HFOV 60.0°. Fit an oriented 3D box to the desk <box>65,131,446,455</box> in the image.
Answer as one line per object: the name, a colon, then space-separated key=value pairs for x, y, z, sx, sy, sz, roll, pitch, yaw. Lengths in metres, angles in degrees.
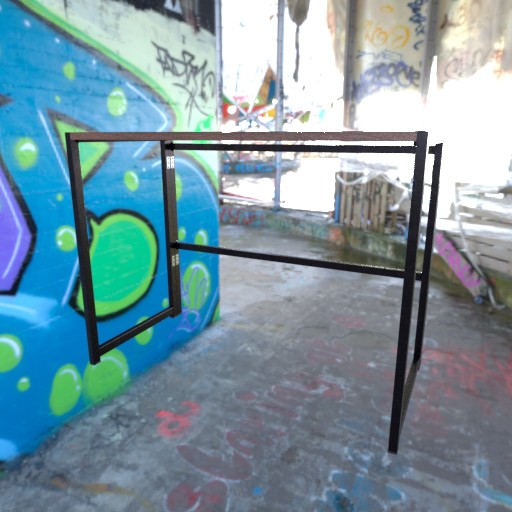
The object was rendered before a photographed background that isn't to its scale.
desk: x=0.000 y=0.000 z=1.415 sx=1.016 sy=0.762 sz=0.508 roll=7 pitch=17 yaw=25
